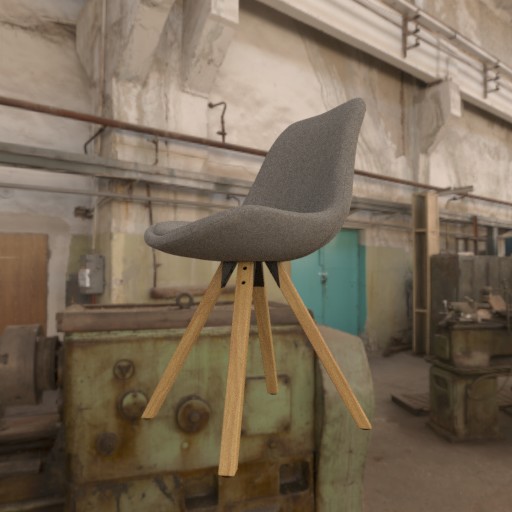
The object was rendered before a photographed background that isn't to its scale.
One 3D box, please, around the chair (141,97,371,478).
[{"bbox_3d":[0.000,0.000,1.157,0.550,0.865,0.483,1,-2,-36],"label":"chair"}]
